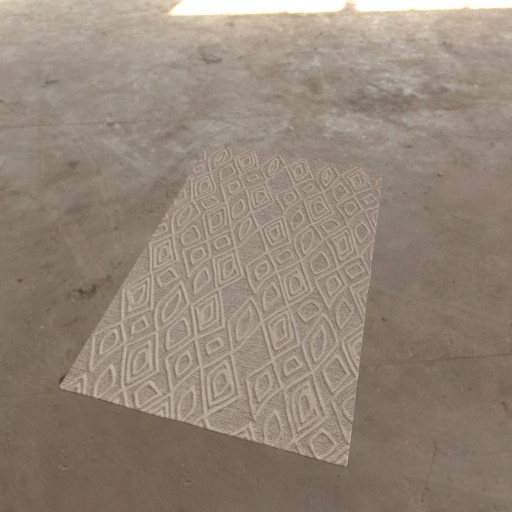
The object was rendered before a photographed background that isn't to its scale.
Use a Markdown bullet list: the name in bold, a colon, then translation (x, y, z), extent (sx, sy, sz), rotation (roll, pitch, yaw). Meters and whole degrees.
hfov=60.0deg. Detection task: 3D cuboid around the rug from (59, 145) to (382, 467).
- **rug**: translation (0.000, 0.000, 3.037), extent (1.546, 0.010, 2.442), rotation (11, 48, 10)
